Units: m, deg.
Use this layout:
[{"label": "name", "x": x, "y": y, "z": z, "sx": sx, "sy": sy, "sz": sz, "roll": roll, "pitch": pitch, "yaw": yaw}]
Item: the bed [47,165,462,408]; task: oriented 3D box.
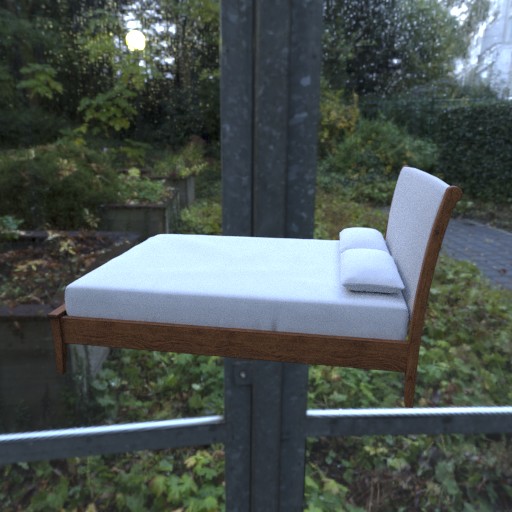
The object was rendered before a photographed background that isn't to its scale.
[{"label": "bed", "x": 0.000, "y": 0.000, "z": 2.959, "sx": 2.108, "sy": 1.135, "sz": 1.502, "roll": 3, "pitch": 16, "yaw": 10}]
